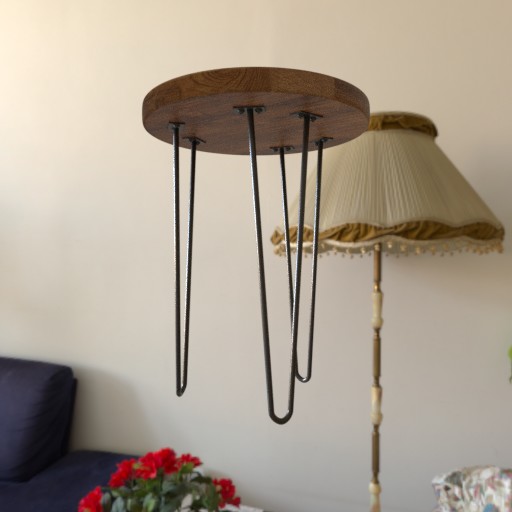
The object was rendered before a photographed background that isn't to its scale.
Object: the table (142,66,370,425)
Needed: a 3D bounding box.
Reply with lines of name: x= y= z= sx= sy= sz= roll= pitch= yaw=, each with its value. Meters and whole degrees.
table: x=0.000 y=0.000 z=0.804 sx=0.400 sy=0.520 sz=0.400 roll=0 pitch=0 yaw=0
